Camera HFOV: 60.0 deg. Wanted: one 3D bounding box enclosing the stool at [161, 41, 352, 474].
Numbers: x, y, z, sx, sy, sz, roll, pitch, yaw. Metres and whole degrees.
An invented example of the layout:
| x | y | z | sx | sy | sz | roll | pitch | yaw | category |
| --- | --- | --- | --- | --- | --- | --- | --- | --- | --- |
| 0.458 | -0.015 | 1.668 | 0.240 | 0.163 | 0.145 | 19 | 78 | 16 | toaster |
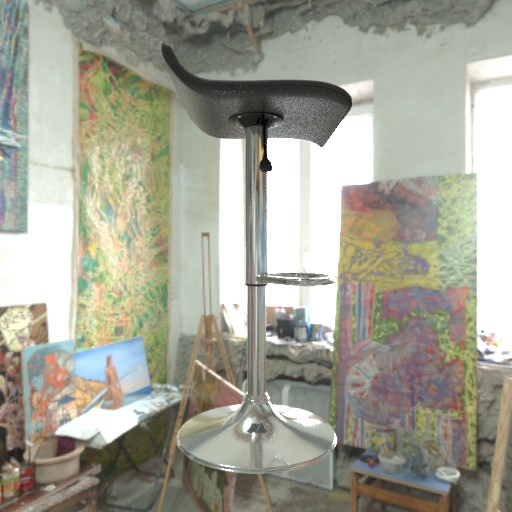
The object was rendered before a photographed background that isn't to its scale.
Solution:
| x | y | z | sx | sy | sz | roll | pitch | yaw | category |
| --- | --- | --- | --- | --- | --- | --- | --- | --- | --- |
| 0.000 | 0.000 | 1.056 | 0.381 | 0.851 | 0.381 | 0 | 1 | -1 | stool |
